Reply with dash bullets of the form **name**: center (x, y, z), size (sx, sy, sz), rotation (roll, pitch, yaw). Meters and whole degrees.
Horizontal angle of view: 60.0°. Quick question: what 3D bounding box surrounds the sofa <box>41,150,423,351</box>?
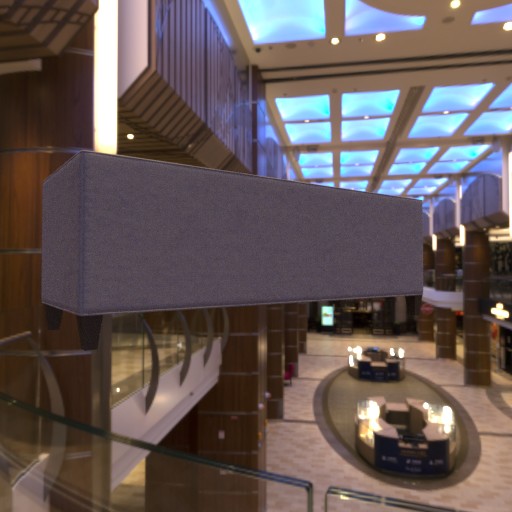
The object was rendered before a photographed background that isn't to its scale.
- **sofa**: center (0.000, 0.000, 2.589), size (2.159, 0.762, 0.775), rotation (1, -2, -36)
